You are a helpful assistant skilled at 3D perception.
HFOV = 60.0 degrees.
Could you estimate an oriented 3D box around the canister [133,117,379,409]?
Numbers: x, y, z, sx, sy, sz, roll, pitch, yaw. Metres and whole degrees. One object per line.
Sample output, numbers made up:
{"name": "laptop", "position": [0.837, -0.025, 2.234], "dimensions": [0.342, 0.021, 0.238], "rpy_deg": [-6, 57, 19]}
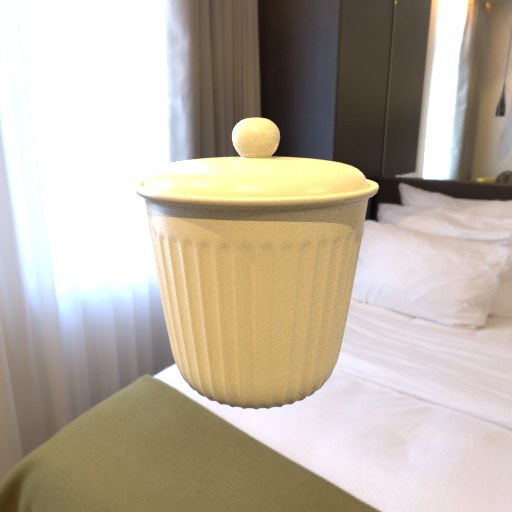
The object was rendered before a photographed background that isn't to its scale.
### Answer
{"name": "canister", "position": [0.000, 0.000, 0.354], "dimensions": [0.181, 0.211, 0.181], "rpy_deg": [0, 16, 0]}
